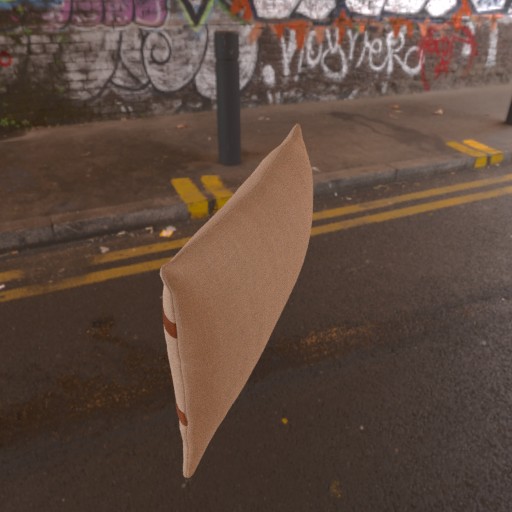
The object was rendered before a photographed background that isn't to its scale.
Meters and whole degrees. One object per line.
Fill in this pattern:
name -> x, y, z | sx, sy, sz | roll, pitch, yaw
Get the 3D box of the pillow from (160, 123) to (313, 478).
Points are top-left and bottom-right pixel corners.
pillow -> 0.000, 0.000, 0.731 | 0.148, 0.308, 0.612 | 9, 31, 14
